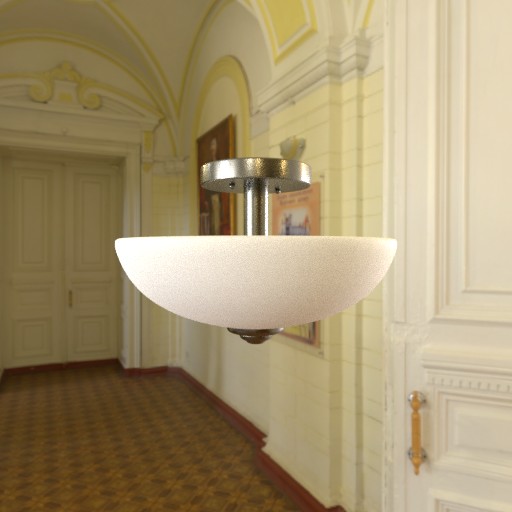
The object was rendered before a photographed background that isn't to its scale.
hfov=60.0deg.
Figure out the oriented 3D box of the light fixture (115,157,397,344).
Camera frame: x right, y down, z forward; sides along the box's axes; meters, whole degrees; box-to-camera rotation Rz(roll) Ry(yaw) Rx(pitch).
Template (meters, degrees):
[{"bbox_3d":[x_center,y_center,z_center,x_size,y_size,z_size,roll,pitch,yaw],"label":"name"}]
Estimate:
[{"bbox_3d":[0.000,0.000,0.544,0.330,0.214,0.330,0,1,0],"label":"light fixture"}]
